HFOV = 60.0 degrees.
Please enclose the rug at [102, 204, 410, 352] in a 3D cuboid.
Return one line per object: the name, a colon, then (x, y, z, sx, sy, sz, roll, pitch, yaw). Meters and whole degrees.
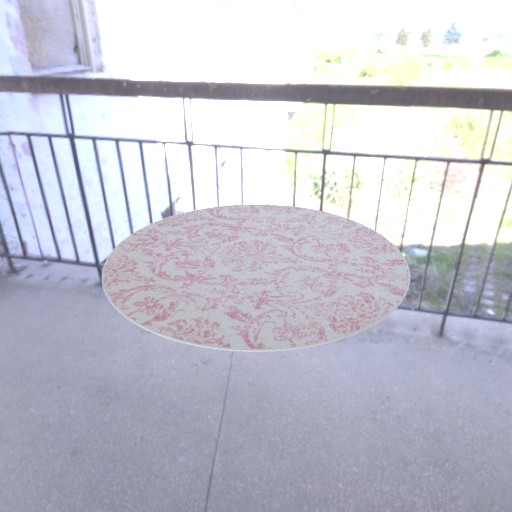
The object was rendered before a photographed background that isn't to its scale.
rug: (0.000, 0.000, 2.395, 1.593, 0.012, 1.593, 0, 27, 0)
